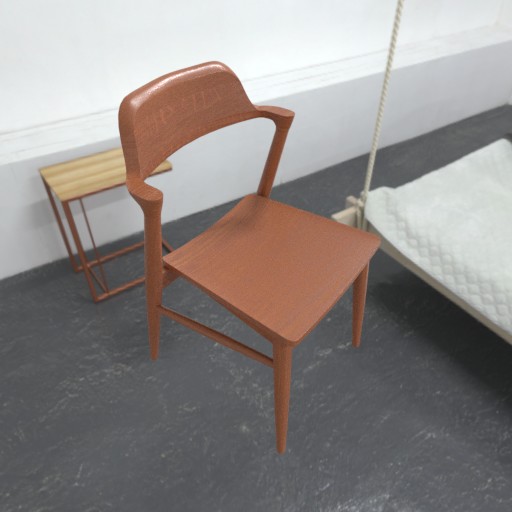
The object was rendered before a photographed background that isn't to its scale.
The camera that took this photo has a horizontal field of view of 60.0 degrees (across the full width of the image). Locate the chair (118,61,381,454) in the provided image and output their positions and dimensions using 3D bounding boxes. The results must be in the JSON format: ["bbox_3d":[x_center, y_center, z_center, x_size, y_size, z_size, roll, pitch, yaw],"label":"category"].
[{"bbox_3d":[0.000,0.000,1.125,0.499,0.801,0.496,26,48,27],"label":"chair"}]
